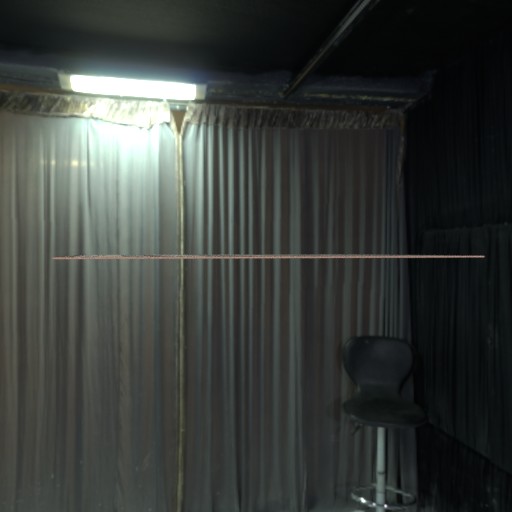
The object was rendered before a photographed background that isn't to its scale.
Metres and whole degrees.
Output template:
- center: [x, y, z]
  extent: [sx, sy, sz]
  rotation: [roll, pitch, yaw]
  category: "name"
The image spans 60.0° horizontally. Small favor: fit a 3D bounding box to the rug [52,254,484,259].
- center: [0.000, 0.000, 2.343]
  extent: [1.829, 0.008, 1.219]
  rotation: [0, 1, -18]
  category: "rug"
